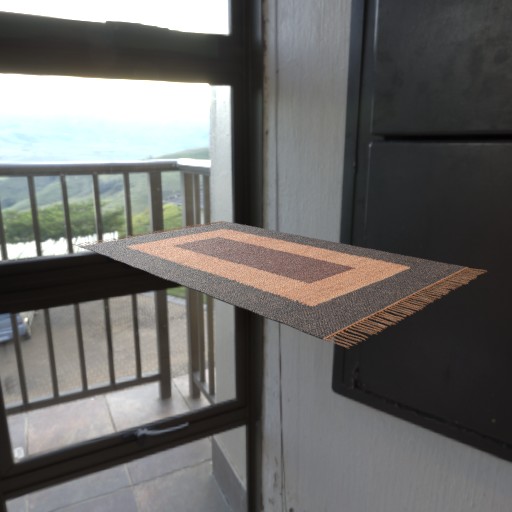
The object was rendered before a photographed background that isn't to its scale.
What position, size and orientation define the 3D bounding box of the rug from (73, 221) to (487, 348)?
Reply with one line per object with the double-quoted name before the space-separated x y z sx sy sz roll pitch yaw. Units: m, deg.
"rug" 0.000 0.000 1.868 0.920 0.013 1.541 -14 20 -43
